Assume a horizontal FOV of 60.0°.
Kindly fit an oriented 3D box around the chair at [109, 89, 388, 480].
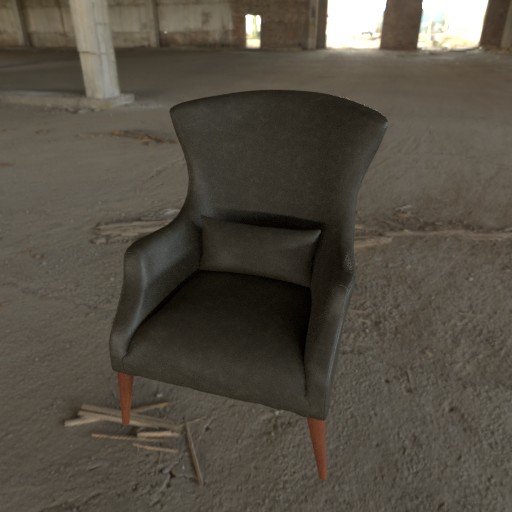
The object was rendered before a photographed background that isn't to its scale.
[{"bbox_3d":[0.000,0.000,1.668,0.819,1.068,0.954,8,29,15],"label":"chair"}]
